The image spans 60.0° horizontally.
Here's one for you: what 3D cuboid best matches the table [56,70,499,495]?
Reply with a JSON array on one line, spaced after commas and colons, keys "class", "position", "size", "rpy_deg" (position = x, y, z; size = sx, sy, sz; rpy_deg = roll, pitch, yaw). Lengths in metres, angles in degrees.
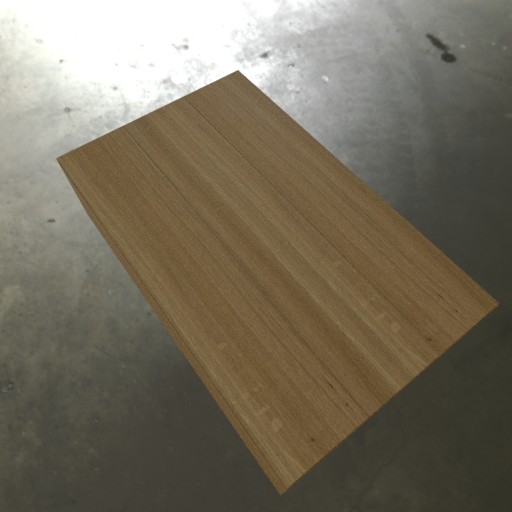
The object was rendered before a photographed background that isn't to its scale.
[{"class": "table", "position": [0.000, 0.000, 1.370], "size": [0.678, 0.353, 1.110], "rpy_deg": [-33, 65, -18]}]
